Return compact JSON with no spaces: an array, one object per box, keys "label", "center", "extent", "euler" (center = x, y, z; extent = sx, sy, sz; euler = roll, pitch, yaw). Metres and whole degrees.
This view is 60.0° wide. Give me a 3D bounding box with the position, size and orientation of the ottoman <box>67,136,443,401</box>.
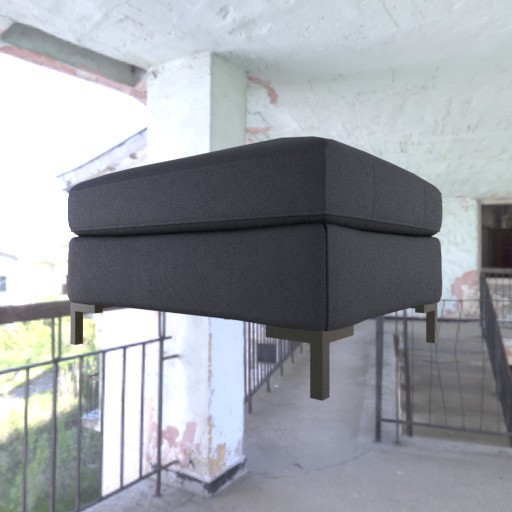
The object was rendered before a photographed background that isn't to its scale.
[{"label":"ottoman","center":[0.000,0.000,1.774],"extent":[1.187,0.696,0.967],"euler":[0,0,38]}]
